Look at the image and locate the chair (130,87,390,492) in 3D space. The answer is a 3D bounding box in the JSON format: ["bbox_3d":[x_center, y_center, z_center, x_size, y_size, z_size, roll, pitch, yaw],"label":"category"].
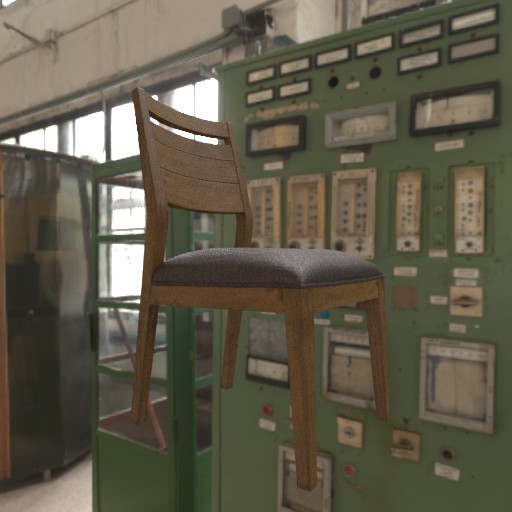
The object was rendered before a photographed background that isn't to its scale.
[{"bbox_3d":[0.000,0.000,1.259,0.610,0.939,0.501,0,0,35],"label":"chair"}]
